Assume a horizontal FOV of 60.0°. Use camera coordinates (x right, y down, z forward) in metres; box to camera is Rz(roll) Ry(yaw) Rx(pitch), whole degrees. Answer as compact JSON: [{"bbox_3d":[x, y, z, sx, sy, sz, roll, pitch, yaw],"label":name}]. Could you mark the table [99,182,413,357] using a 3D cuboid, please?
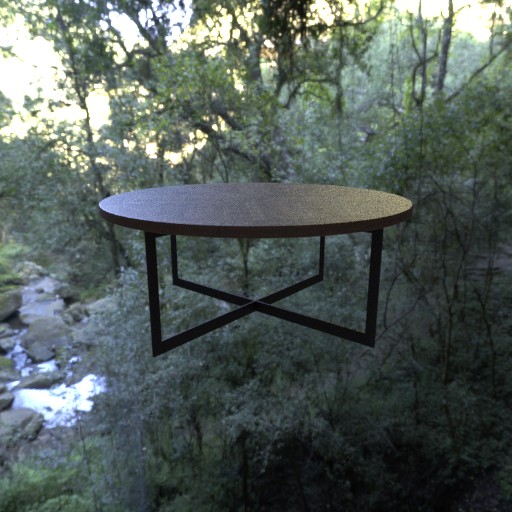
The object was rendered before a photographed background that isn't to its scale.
[{"bbox_3d":[0.000,0.000,1.950,1.264,0.516,1.264,0,15,0],"label":"table"}]
